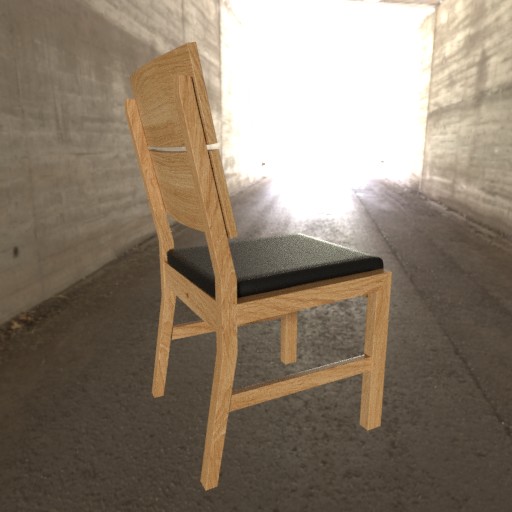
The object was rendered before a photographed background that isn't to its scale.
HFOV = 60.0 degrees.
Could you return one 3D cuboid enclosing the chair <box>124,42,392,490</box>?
[{"bbox_3d":[0.000,0.000,1.224,0.569,0.950,0.475,-7,15,-27],"label":"chair"}]
